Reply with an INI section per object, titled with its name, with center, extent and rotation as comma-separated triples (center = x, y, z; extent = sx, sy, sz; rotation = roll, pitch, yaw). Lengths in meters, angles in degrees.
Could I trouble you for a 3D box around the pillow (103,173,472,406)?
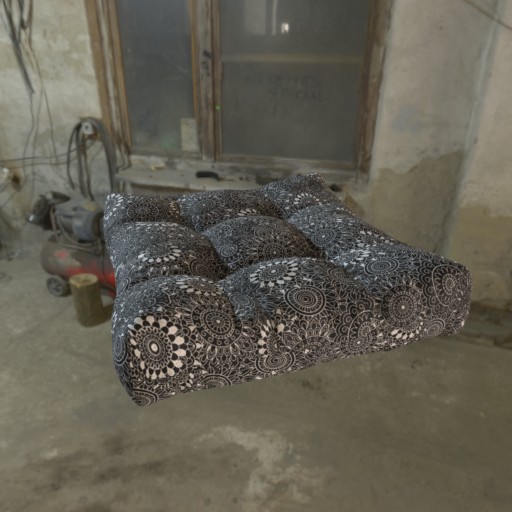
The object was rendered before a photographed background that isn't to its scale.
[pillow]
center = 0.000, 0.000, 0.727
extent = 0.468, 0.128, 0.490
rotation = -9, 28, -17
